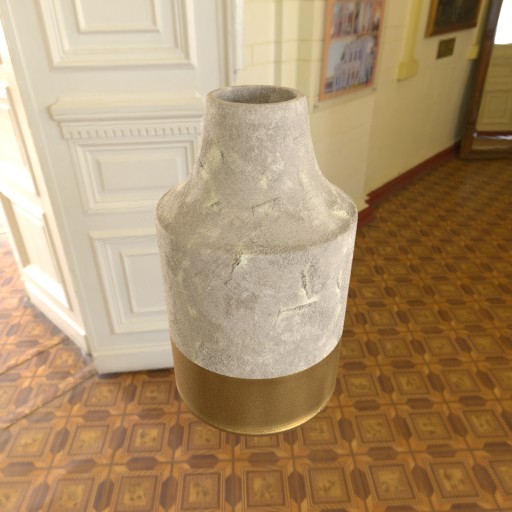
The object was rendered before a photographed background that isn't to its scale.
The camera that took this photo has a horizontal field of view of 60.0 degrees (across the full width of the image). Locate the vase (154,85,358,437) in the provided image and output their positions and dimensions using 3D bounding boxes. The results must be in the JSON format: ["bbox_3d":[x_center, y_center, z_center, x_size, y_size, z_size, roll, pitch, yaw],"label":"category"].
[{"bbox_3d":[0.000,0.000,0.434,0.184,0.305,0.184,0,31,0],"label":"vase"}]
